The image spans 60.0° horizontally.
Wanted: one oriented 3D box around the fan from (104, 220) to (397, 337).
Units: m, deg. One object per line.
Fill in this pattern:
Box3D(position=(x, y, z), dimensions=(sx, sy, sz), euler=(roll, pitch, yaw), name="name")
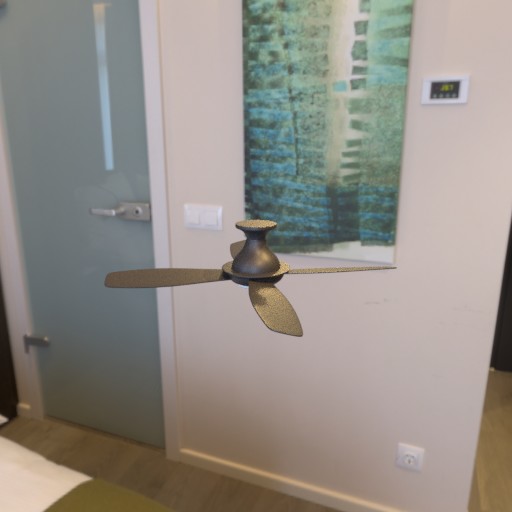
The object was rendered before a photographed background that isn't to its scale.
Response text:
Box3D(position=(0.000, 0.000, 2.557), dimensions=(1.694, 0.382, 1.694), euler=(-2, 15, -8), name="fan")
